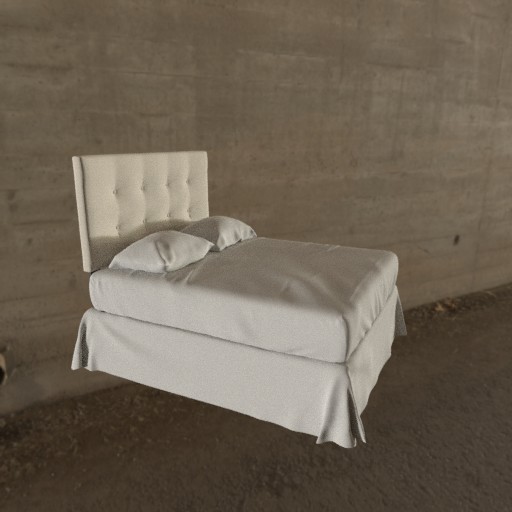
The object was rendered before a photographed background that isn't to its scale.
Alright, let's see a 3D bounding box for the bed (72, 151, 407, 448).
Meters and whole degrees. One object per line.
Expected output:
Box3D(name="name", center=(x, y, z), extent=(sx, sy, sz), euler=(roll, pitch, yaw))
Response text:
Box3D(name="bed", center=(0.000, 0.000, 3.523), extent=(2.222, 1.577, 1.936), euler=(7, 16, 25))
